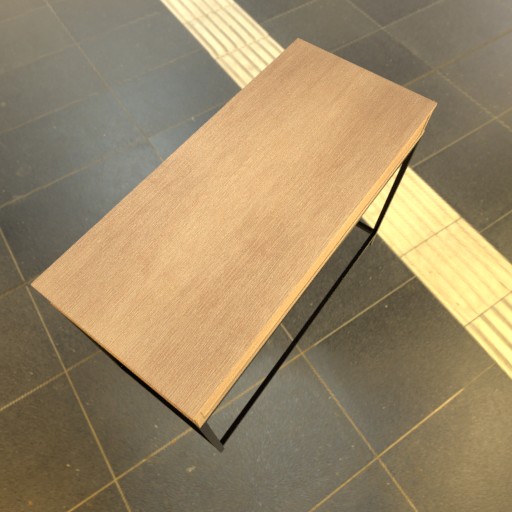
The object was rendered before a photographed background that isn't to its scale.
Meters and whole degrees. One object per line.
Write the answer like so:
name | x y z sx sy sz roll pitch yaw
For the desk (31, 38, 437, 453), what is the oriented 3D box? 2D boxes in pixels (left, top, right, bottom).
desk | 0.000 0.000 1.412 0.470 0.762 1.016 33 67 16
